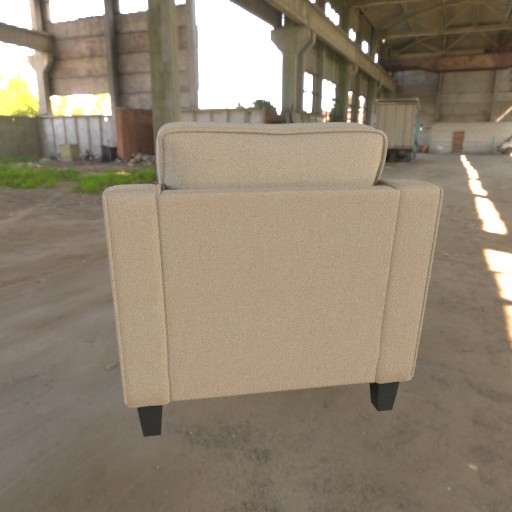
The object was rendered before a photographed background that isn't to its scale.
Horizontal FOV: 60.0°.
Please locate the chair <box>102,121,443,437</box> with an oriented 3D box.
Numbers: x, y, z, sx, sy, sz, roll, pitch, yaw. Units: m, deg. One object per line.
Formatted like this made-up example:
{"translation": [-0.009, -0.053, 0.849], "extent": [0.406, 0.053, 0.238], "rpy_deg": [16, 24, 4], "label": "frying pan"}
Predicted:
{"translation": [0.000, 0.000, 1.655], "extent": [0.922, 0.948, 0.882], "rpy_deg": [-3, 16, -9], "label": "chair"}
